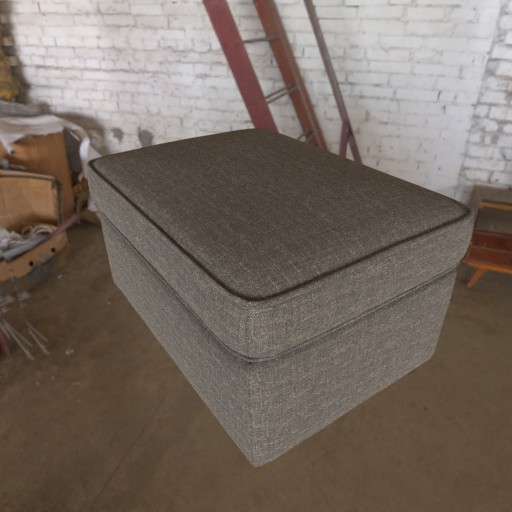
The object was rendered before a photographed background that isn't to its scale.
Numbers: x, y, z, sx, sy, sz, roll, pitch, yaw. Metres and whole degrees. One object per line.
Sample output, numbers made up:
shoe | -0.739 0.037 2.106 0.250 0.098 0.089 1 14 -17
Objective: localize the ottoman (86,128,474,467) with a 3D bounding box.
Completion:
ottoman | 0.000 0.000 1.047 0.549 0.450 0.749 -20 36 -29
